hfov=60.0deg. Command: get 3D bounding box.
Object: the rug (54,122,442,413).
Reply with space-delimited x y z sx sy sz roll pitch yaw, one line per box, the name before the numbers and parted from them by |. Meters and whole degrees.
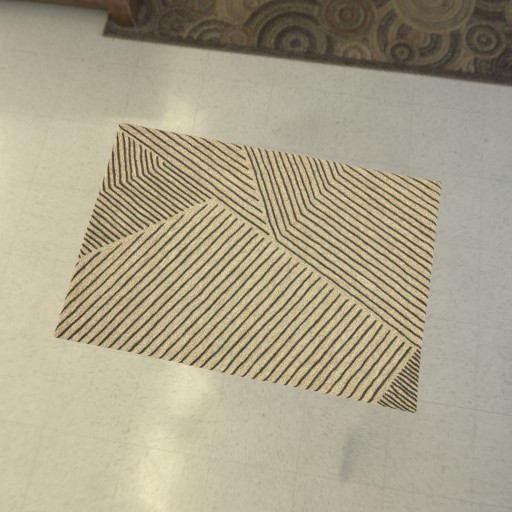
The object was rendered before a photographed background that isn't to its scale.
rug | 0.000 0.000 2.344 1.842 0.019 1.237 11 76 3
